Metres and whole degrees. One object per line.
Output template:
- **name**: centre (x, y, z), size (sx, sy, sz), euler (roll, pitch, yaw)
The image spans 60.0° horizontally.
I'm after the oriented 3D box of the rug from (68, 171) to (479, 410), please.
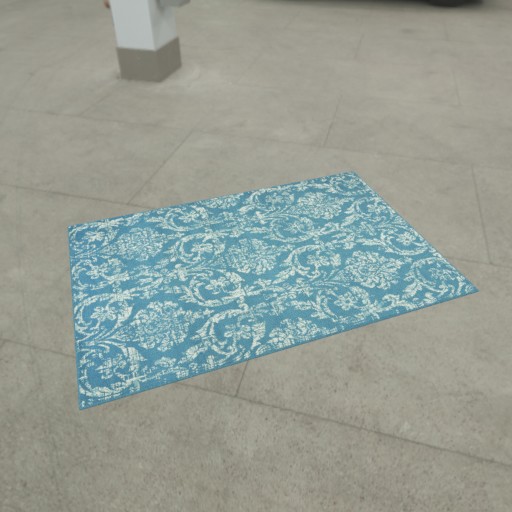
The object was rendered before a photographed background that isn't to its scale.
- **rug**: centre (0.000, 0.000, 3.468), size (2.746, 0.018, 1.816), euler (-13, 42, -15)
